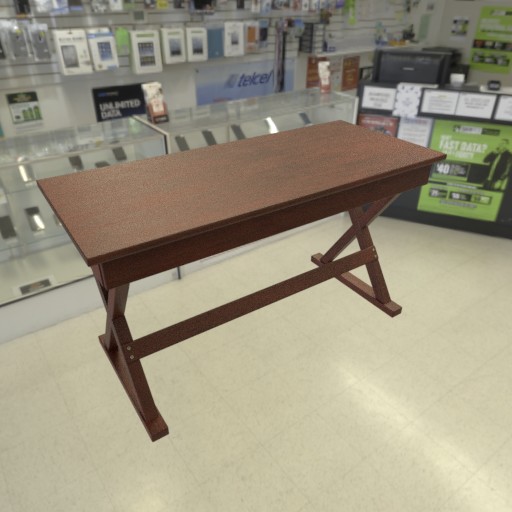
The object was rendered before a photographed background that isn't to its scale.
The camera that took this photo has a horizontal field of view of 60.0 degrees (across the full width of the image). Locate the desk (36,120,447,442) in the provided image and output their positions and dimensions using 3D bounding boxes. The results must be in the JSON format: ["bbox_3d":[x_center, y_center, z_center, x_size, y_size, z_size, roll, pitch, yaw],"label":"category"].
[{"bbox_3d":[0.000,0.000,1.795,1.372,0.761,0.600,-19,37,-28],"label":"desk"}]
